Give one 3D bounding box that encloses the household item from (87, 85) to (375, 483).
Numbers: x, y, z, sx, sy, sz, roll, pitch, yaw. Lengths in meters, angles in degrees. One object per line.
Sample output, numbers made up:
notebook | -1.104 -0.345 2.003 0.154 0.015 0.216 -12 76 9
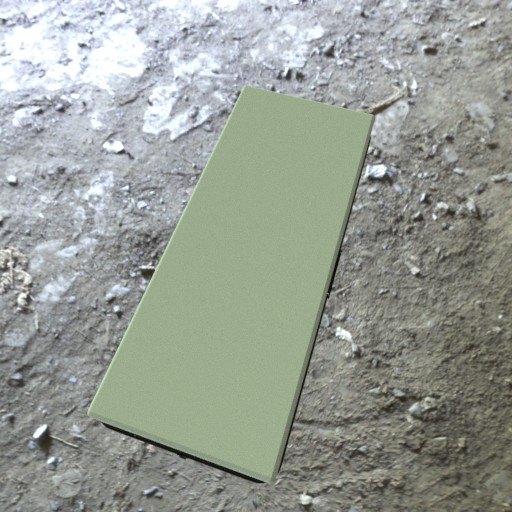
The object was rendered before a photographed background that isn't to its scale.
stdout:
household item | 0.000 0.000 2.178 0.787 0.356 1.905 16 64 8
